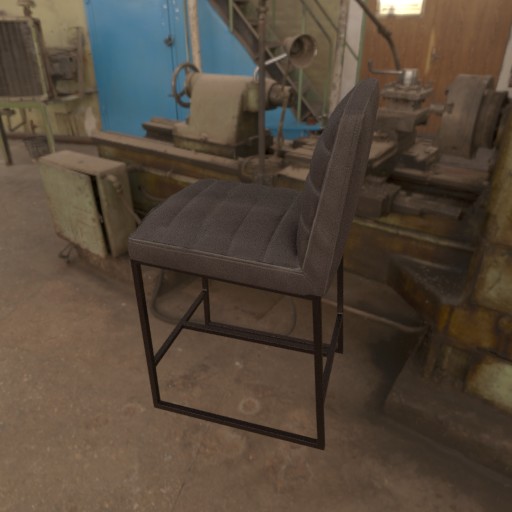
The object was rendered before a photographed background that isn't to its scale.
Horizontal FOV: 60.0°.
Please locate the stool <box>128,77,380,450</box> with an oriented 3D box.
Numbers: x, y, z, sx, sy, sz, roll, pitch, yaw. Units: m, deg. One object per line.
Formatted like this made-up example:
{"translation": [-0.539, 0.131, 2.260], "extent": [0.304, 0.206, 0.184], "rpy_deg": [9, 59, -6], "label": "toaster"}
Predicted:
{"translation": [0.000, 0.000, 1.276], "extent": [0.562, 0.946, 0.463], "rpy_deg": [8, 30, 15], "label": "stool"}
